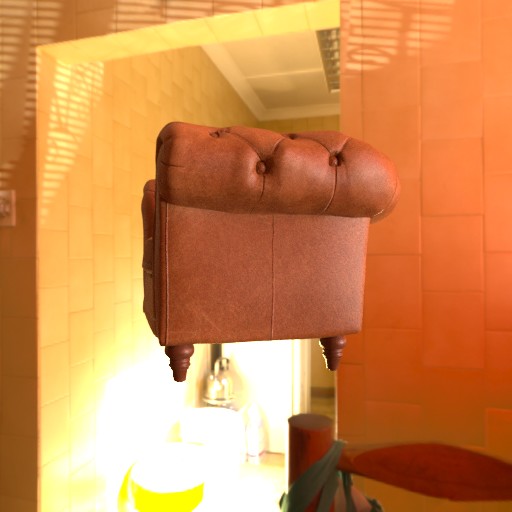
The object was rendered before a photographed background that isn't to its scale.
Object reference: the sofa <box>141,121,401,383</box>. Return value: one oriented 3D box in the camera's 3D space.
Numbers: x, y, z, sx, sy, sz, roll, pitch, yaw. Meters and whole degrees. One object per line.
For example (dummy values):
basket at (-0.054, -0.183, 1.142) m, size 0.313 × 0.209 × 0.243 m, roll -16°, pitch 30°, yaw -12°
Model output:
sofa at (0.000, 0.000, 2.079) m, size 1.033 × 0.878 × 1.405 m, roll 0°, pitch 0°, yaw -17°
